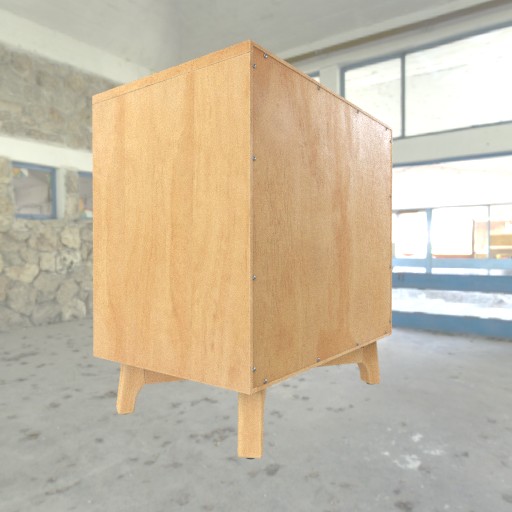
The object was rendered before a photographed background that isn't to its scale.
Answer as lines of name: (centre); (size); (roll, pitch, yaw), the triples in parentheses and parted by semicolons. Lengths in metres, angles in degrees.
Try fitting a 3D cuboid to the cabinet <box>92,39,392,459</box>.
cabinet: (0.000, 0.000, 0.946); (0.394, 0.599, 0.551); (1, 1, 37)
